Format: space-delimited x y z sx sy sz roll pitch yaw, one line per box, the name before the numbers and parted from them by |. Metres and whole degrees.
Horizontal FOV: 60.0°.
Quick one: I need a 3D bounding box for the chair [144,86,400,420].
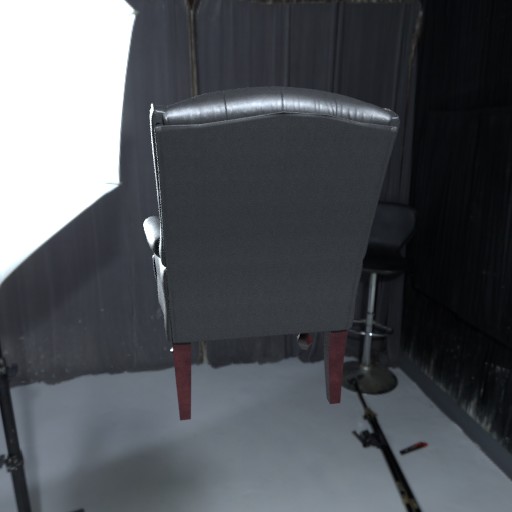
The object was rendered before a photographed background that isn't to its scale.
chair | 0.000 0.000 1.663 0.831 1.133 0.822 -3 16 -10
